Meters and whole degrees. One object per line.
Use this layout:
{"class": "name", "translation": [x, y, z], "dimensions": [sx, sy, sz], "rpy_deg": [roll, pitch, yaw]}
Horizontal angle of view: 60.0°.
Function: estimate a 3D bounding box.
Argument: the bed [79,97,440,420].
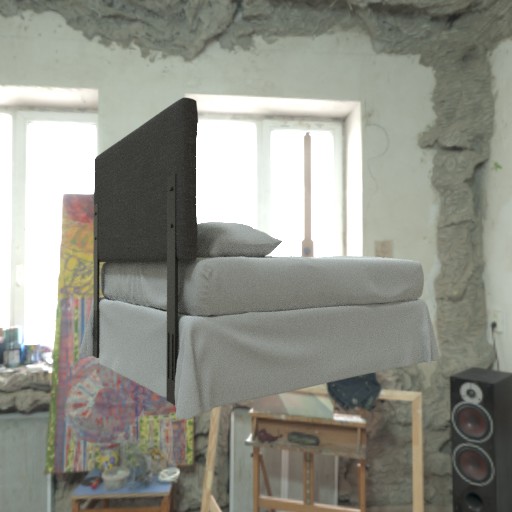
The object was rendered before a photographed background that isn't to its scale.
{"class": "bed", "translation": [0.000, 0.000, 3.470], "dimensions": [2.222, 1.577, 1.936], "rpy_deg": [1, -1, -35]}
